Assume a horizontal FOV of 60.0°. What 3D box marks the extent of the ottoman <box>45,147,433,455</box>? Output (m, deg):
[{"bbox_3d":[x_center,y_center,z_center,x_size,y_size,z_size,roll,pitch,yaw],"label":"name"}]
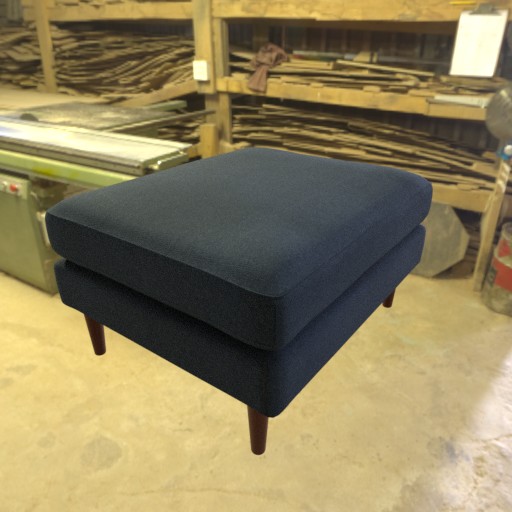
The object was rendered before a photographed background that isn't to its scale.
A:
[{"bbox_3d":[0.000,0.000,1.240,0.693,0.474,0.821,18,31,33],"label":"ottoman"}]
